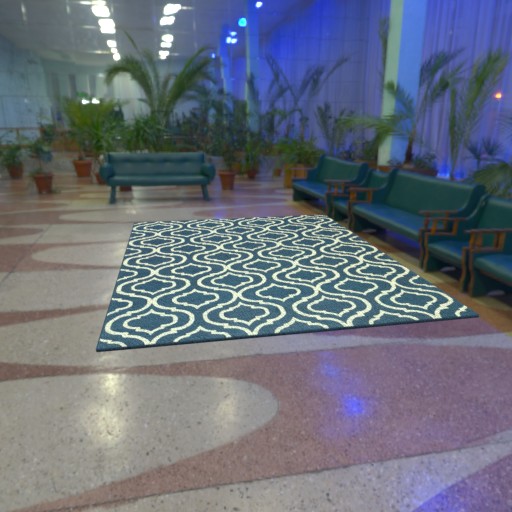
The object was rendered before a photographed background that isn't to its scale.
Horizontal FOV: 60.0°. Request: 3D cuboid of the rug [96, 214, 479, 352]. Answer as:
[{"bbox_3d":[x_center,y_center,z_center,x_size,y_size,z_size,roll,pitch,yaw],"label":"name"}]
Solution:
[{"bbox_3d":[0.000,0.000,3.884,2.270,0.020,2.881,-3,18,-10],"label":"rug"}]
